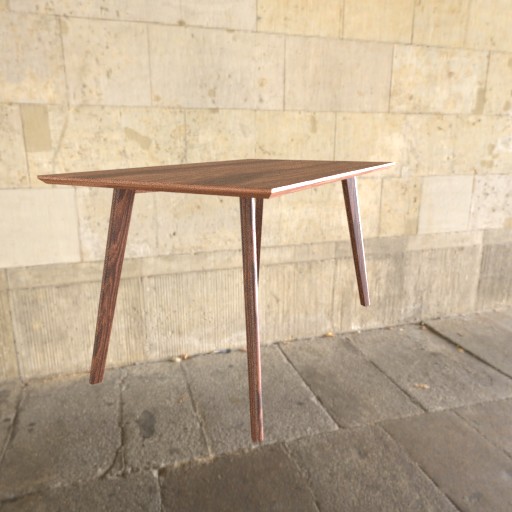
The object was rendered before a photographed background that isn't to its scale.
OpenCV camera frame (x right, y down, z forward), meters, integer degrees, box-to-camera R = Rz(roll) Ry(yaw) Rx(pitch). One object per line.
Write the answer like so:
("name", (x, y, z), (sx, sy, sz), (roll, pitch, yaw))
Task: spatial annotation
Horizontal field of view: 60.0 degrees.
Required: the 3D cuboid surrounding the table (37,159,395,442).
("table", (0.000, 0.000, 1.841), (0.801, 0.724, 1.349), (8, 17, 27))
